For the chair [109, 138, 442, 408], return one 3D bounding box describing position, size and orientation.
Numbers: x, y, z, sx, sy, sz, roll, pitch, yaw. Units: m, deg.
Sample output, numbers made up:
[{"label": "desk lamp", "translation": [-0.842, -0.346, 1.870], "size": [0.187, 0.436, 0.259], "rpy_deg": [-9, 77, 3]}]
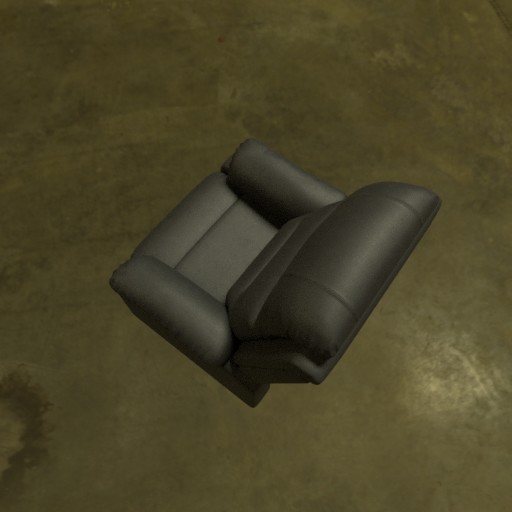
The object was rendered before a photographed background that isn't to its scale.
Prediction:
[{"label": "chair", "translation": [0.000, 0.000, 1.664], "size": [0.919, 0.992, 0.855], "rpy_deg": [34, 68, 16]}]
